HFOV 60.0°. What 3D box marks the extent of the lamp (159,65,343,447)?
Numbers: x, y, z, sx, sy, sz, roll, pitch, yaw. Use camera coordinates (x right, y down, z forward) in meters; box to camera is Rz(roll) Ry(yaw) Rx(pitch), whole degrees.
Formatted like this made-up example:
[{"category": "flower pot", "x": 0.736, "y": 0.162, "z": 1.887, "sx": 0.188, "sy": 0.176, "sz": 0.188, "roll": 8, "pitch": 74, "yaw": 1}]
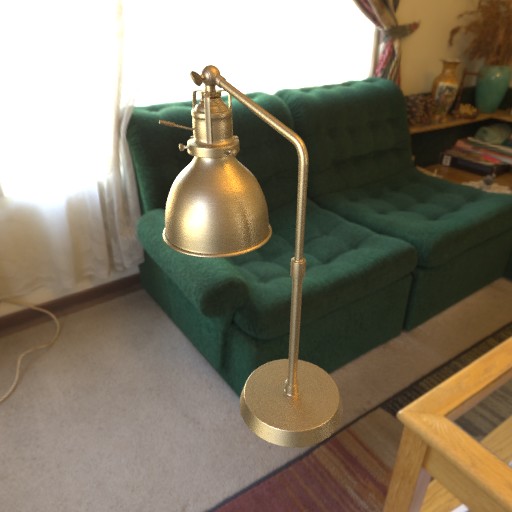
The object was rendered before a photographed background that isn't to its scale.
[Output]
[{"category": "lamp", "x": 0.000, "y": 0.000, "z": 0.584, "sx": 0.286, "sy": 0.456, "sz": 0.153, "roll": 21, "pitch": 36, "yaw": 33}]
